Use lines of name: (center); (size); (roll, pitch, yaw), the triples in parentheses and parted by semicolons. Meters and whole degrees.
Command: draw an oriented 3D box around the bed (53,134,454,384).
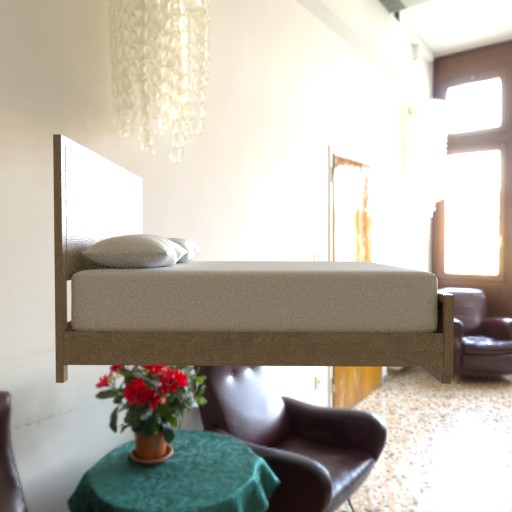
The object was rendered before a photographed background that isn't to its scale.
bed: (0.000, 0.000, 3.223); (2.189, 1.369, 1.606); (0, 1, 1)
